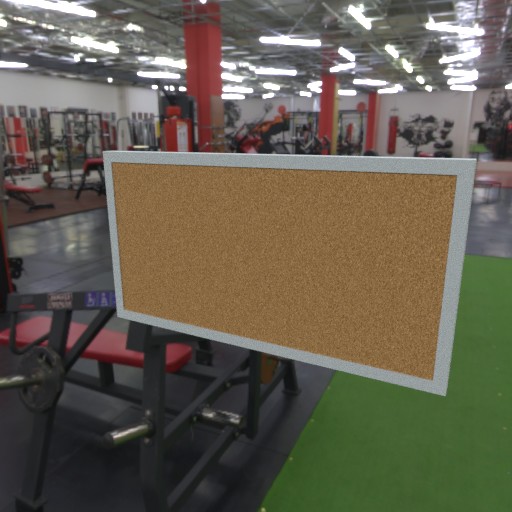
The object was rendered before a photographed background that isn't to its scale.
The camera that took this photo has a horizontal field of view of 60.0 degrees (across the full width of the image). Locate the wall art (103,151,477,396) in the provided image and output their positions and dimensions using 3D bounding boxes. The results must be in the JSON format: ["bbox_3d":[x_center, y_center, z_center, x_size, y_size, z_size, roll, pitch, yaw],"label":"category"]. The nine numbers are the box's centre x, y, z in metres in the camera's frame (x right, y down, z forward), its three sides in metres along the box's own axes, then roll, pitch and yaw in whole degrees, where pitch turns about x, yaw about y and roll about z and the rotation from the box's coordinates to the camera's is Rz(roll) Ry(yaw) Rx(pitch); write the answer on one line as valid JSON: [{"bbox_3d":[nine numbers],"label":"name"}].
[{"bbox_3d":[0.000,0.000,0.963,0.812,0.431,0.038,8,17,26],"label":"wall art"}]
